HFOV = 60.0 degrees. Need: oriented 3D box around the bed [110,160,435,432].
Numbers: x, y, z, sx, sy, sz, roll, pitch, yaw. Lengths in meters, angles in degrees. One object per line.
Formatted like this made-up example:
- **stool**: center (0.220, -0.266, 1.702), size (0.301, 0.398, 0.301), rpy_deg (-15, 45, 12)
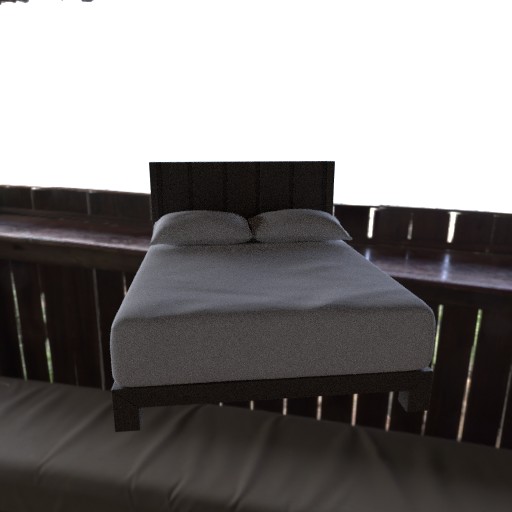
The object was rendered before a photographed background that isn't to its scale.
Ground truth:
- **bed**: center (0.000, 0.000, 3.295), size (1.727, 1.270, 2.242), rpy_deg (-2, 15, -6)
